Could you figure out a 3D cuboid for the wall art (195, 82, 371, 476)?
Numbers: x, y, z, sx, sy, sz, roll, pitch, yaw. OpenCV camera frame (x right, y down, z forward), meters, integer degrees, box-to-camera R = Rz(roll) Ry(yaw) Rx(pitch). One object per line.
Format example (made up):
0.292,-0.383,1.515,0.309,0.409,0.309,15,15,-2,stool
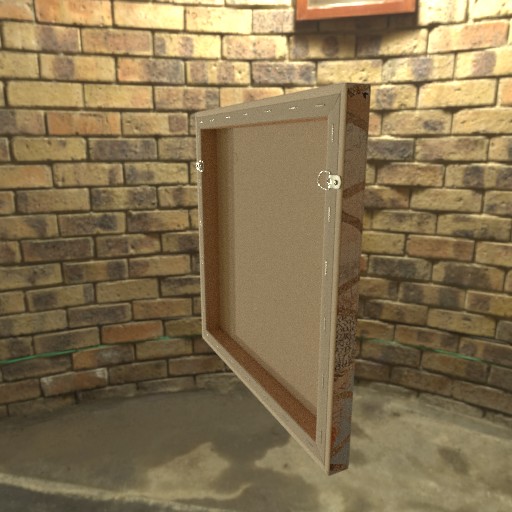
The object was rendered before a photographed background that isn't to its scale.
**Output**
0.000,0.000,0.770,0.038,0.508,0.507,-7,15,-26,wall art
